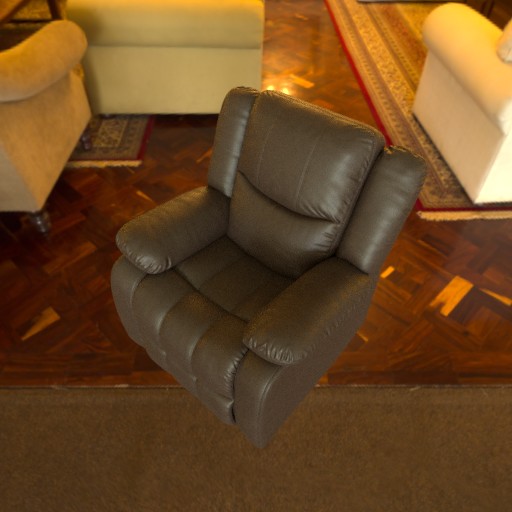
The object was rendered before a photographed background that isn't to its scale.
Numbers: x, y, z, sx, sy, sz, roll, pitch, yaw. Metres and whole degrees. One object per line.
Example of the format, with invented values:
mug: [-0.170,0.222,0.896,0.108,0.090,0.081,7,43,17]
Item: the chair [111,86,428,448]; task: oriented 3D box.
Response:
chair: [0.000,0.000,1.757,0.899,1.009,0.934,31,53,27]
